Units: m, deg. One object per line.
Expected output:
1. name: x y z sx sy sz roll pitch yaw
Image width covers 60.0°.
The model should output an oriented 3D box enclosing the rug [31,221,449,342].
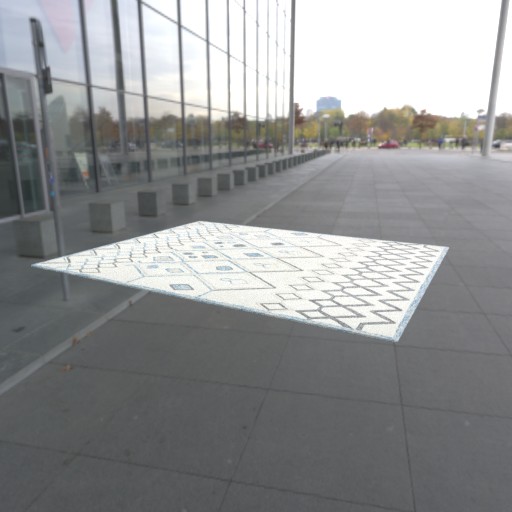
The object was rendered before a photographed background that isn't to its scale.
1. rug: 0.000 0.000 4.102 3.056 0.013 2.441 8 17 28
